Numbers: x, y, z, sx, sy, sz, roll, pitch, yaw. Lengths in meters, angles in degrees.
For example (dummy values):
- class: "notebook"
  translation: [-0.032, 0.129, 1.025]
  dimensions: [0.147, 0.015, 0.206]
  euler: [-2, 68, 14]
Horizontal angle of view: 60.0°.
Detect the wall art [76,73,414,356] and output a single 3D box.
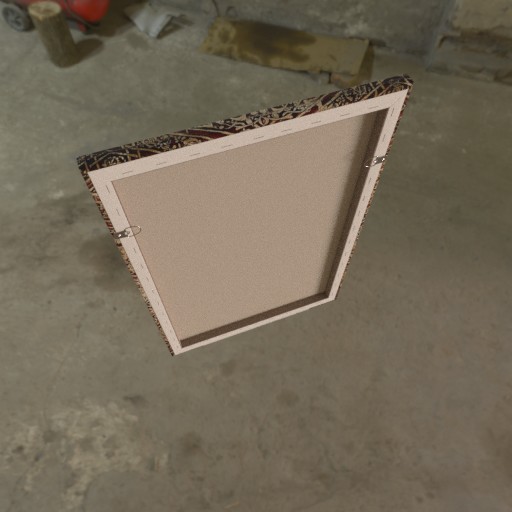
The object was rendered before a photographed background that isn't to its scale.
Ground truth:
- class: "wall art"
  translation: [0.000, 0.000, 1.138]
  dimensions: [0.599, 0.904, 0.030]
  euler: [-17, 60, -10]
